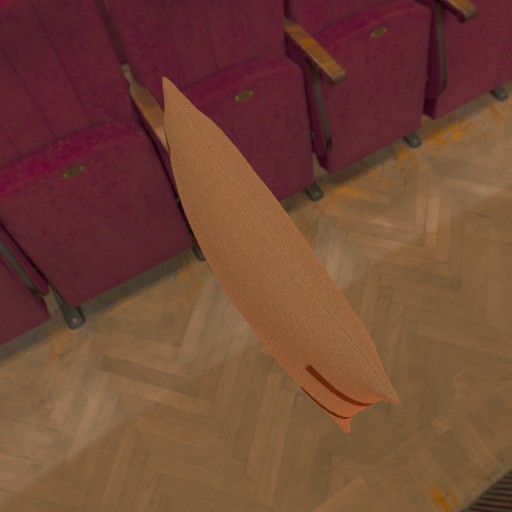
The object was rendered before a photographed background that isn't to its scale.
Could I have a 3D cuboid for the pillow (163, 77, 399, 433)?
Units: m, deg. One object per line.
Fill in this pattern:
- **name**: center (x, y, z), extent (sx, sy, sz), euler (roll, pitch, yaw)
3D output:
- **pillow**: center (0.000, 0.000, 0.741), extent (0.148, 0.308, 0.612), euler (-28, 66, -14)
